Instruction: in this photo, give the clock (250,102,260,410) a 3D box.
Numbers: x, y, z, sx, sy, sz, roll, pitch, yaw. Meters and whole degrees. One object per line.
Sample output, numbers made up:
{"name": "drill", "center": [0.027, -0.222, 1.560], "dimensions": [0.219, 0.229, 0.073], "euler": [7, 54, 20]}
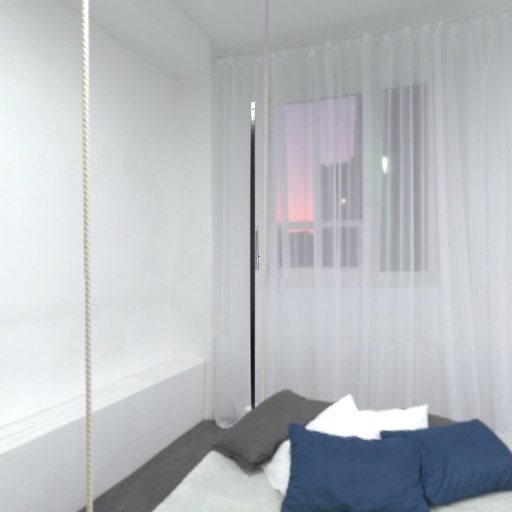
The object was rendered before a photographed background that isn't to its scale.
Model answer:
{"name": "clock", "center": [0.000, 0.000, 1.285], "dimensions": [0.025, 0.843, 0.843], "euler": [0, 0, 0]}
